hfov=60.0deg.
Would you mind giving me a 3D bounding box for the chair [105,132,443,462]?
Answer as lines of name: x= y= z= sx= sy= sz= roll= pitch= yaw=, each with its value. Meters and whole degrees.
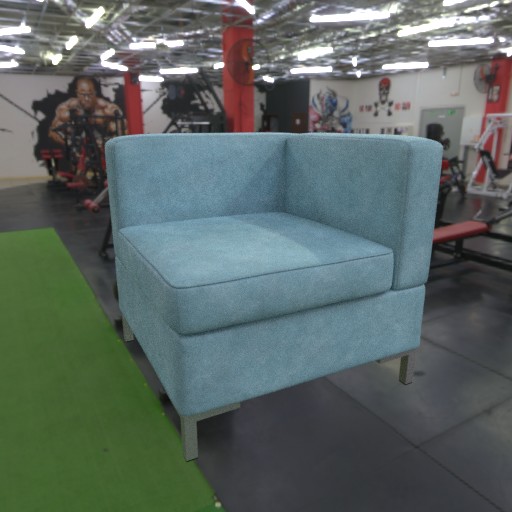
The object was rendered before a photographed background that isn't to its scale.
chair: x=0.000 y=0.000 z=1.245 sx=0.691 sy=0.660 sz=0.684 roll=-8 pitch=19 yaw=-26
